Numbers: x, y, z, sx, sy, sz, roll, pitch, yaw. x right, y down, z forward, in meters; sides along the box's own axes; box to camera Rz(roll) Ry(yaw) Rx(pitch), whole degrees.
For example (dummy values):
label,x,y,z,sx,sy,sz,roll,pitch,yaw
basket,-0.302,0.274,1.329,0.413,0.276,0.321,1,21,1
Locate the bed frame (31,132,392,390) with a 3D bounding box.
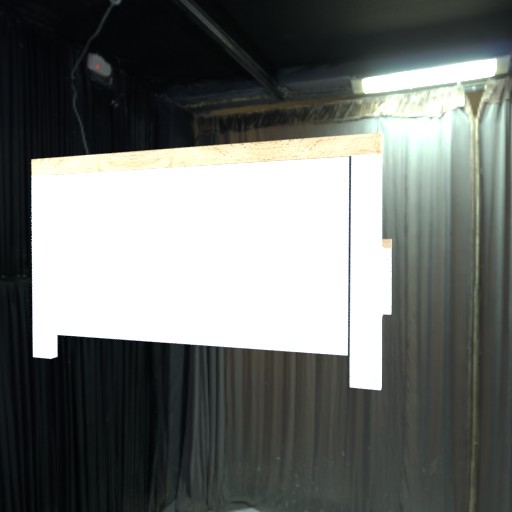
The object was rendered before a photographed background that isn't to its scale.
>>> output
label,x,y,z,sx,sy,sz,roll,pitch,yaw
bed frame,0.000,0.000,2.912,1.670,0.980,2.050,0,1,18
